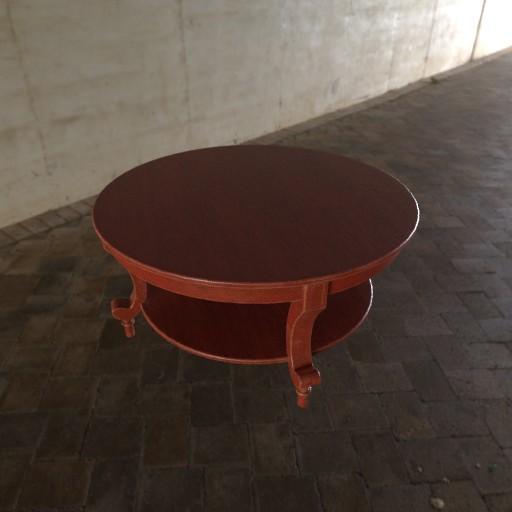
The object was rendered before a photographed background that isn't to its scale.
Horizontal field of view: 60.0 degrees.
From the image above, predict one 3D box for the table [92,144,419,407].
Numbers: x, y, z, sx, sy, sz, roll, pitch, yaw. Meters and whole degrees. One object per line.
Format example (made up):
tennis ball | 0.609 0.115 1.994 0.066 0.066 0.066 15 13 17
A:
table | 0.000 0.000 1.580 1.029 0.486 1.029 0 32 0
